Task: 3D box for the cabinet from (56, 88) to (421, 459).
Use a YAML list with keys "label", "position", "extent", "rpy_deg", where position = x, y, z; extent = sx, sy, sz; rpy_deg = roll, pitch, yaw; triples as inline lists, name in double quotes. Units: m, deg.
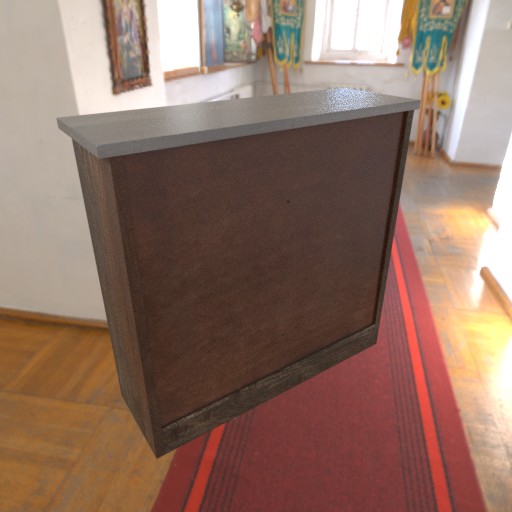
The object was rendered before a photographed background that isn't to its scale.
- label: "cabinet"
  position: [0.000, 0.000, 1.429]
  extent: [0.968, 0.919, 0.338]
  rpy_deg: [-18, 33, -30]
